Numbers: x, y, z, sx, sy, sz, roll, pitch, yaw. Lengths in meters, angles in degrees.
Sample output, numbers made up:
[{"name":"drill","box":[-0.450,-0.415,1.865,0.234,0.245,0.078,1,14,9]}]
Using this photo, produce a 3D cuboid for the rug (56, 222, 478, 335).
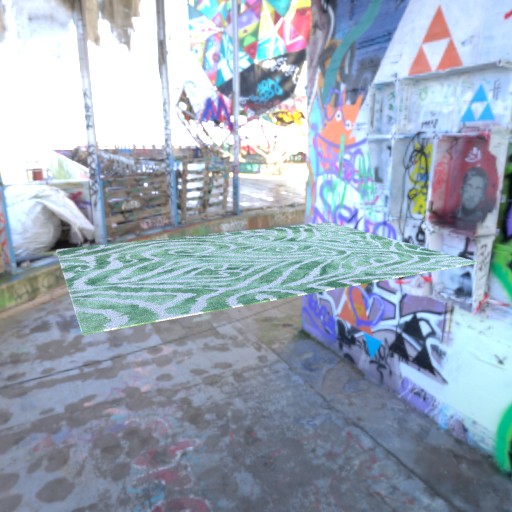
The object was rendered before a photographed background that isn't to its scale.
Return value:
[{"name":"rug","box":[0.000,0.000,2.296,1.826,0.006,1.220,-7,16,-26]}]
